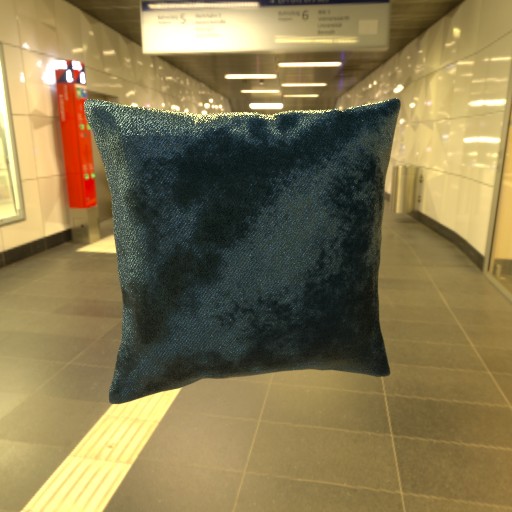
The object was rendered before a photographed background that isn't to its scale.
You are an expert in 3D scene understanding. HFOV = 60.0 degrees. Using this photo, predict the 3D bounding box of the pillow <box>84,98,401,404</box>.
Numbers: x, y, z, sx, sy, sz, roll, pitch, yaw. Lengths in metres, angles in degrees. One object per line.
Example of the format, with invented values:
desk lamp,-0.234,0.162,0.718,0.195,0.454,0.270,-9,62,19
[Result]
pillow,0.000,0.000,0.631,0.436,0.430,0.138,-2,15,-9
